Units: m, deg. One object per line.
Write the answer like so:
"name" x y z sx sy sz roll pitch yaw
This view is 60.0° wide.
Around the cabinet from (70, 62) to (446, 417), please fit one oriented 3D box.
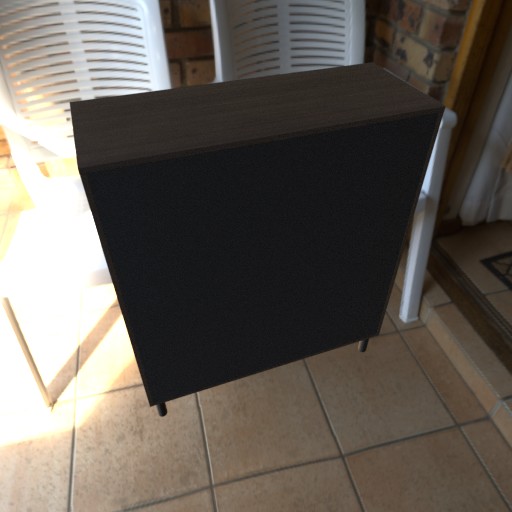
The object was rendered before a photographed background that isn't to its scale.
"cabinet" 0.000 0.000 1.666 1.010 1.170 0.400 -14 43 -15
